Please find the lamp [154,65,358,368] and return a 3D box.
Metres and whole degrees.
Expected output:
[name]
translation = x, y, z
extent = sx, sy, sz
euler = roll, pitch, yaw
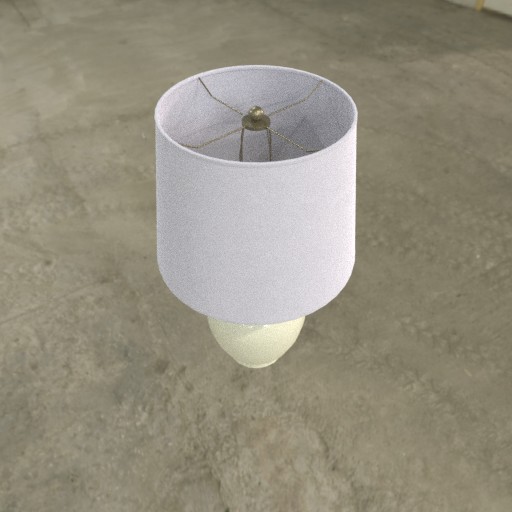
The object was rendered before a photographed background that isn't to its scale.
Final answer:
[lamp]
translation = 0.000, 0.000, 0.557
extent = 0.239, 0.399, 0.239
euler = 0, 46, 0
